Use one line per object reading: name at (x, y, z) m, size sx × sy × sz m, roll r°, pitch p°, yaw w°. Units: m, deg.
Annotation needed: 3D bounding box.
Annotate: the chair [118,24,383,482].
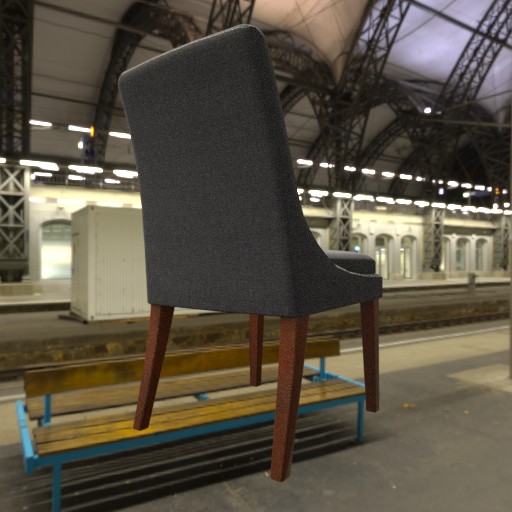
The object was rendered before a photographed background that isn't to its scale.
chair at (0.000, 0.000, 1.266) m, size 0.508 × 0.952 × 0.655 m, roll 0°, pitch 0°, yaw 37°
